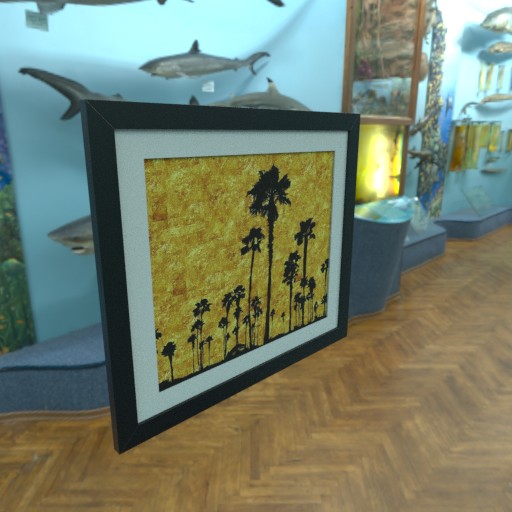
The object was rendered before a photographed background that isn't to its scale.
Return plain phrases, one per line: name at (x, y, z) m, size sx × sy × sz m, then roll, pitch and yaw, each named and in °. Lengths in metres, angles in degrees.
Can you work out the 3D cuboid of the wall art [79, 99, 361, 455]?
wall art at (0.000, 0.000, 0.524) m, size 0.383 × 0.332 × 0.012 m, roll -14°, pitch 21°, yaw -42°
